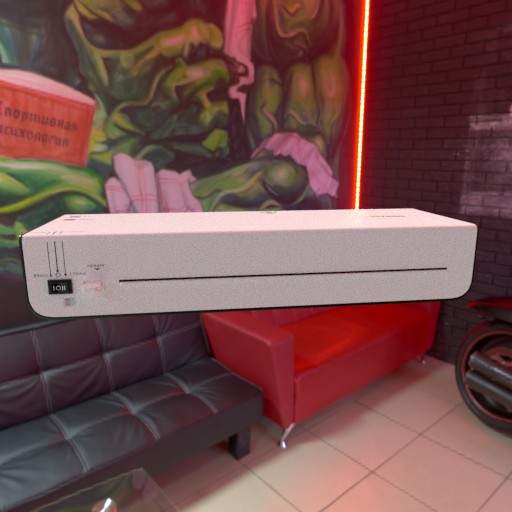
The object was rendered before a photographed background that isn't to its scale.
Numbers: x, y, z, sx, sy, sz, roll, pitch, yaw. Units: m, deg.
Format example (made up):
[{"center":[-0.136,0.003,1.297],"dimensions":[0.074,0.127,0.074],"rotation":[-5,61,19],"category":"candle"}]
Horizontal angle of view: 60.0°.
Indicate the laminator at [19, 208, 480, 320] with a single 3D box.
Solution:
[{"center":[0.000,0.000,0.378],"dimensions":[0.340,0.062,0.123],"rotation":[-2,13,-8],"category":"laminator"}]
